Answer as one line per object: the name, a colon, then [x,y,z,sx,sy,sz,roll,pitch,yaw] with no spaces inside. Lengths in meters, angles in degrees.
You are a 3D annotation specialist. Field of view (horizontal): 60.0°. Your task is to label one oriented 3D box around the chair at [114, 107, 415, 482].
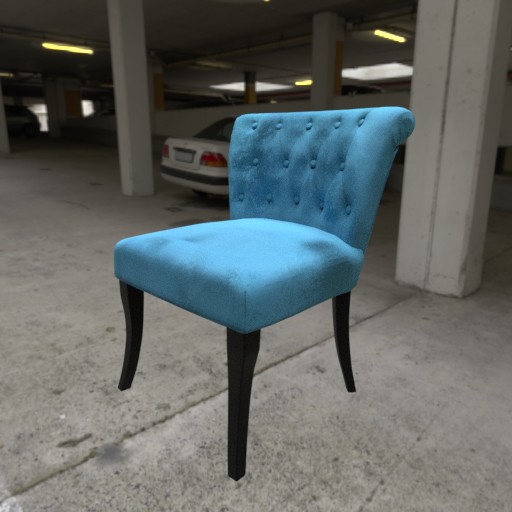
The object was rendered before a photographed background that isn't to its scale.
chair: [0.000,0.000,1.175,0.605,0.750,0.582,-14,21,-43]
